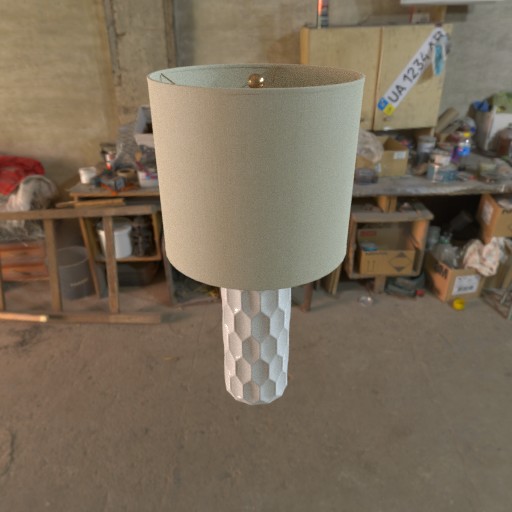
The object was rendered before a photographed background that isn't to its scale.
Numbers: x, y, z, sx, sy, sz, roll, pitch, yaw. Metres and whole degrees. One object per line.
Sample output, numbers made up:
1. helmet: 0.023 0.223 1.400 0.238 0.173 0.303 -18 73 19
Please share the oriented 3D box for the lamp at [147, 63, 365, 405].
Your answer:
1. lamp: 0.000 0.000 0.701 0.277 0.537 0.277 -20 34 -32
